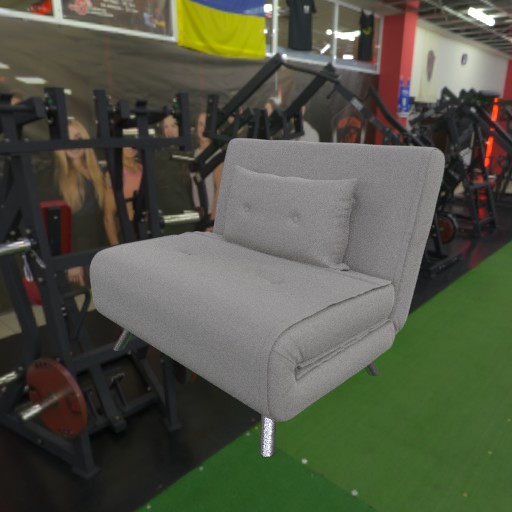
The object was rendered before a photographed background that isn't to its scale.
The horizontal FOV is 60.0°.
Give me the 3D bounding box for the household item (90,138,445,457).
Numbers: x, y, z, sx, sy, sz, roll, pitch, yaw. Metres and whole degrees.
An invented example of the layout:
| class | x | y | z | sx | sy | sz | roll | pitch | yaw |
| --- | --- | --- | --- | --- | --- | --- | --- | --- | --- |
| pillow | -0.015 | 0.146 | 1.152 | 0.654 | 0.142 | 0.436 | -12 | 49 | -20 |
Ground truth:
| class | x | y | z | sx | sy | sz | roll | pitch | yaw |
| --- | --- | --- | --- | --- | --- | --- | --- | --- | --- |
| household item | 0.000 | 0.000 | 1.653 | 1.000 | 0.800 | 0.874 | 16 | 24 | 42 |
